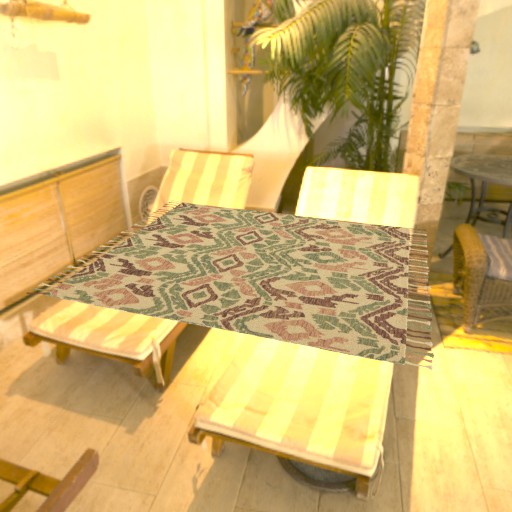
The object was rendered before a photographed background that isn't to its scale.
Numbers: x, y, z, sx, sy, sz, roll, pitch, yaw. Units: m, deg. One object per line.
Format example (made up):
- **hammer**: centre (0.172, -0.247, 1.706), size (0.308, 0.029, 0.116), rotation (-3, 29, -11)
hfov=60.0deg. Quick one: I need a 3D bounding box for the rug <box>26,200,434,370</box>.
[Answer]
- **rug**: centre (0.000, 0.000, 4.110), size (3.048, 0.010, 2.438), rotation (8, 27, 16)
